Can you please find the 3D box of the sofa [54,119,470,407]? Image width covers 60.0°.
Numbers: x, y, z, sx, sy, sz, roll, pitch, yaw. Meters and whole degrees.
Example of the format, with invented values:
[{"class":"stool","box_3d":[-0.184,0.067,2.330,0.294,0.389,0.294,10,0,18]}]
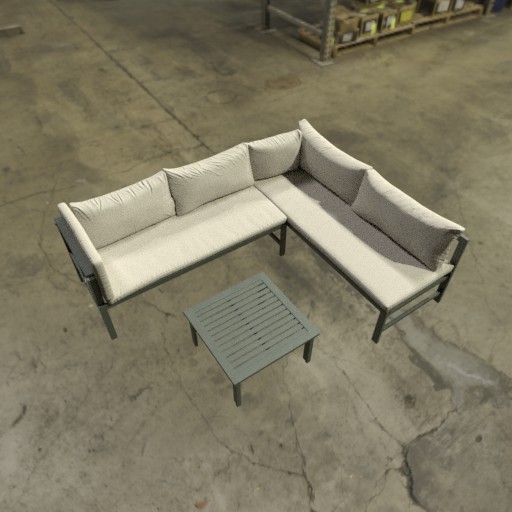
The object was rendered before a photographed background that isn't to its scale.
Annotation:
[{"class":"sofa","box_3d":[0.000,0.000,3.004,2.096,0.758,1.658,-26,51,-23]}]
